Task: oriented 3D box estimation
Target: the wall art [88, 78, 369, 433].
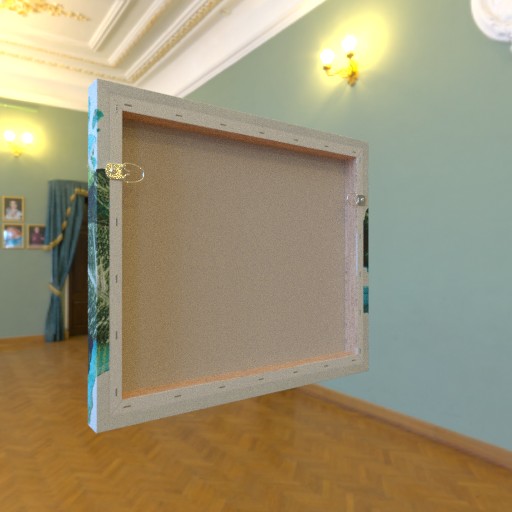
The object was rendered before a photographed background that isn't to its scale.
[{"bbox_3d":[0.000,0.000,0.705,0.507,0.435,0.041,0,0,-36],"label":"wall art"}]
